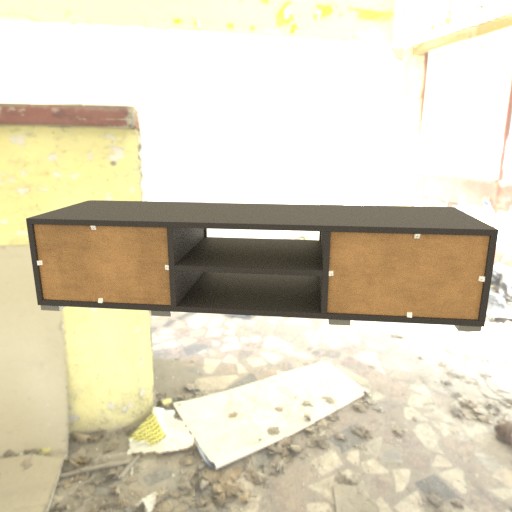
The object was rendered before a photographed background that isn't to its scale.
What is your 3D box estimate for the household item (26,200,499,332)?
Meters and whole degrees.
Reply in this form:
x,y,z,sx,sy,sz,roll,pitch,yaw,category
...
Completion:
x,y,z,sx,sy,sz,roll,pitch,yaw,category
0.000,0.000,1.546,1.400,0.310,0.420,2,15,7,household item
